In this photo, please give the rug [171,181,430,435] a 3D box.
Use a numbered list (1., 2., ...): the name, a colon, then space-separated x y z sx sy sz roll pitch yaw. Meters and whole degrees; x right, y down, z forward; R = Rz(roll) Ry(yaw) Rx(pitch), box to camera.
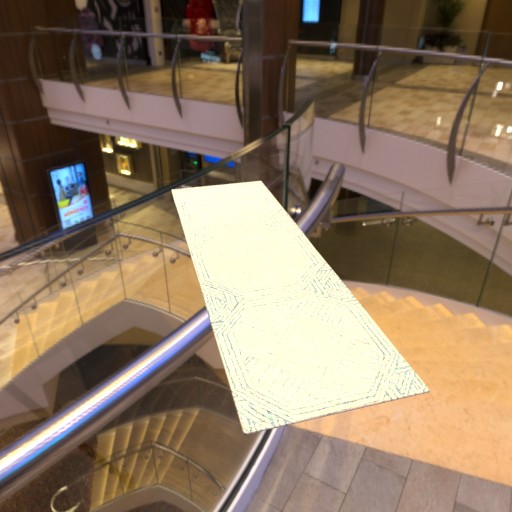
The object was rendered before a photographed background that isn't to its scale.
1. rug: 0.000 0.000 2.706 0.775 0.012 2.452 -8 31 -13
